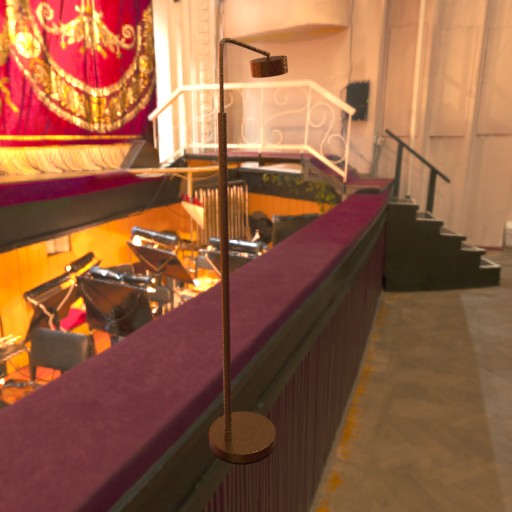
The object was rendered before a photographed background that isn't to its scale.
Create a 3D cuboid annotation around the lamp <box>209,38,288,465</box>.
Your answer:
[{"bbox_3d":[0.000,0.000,1.398,0.219,1.230,0.418,8,17,26],"label":"lamp"}]
